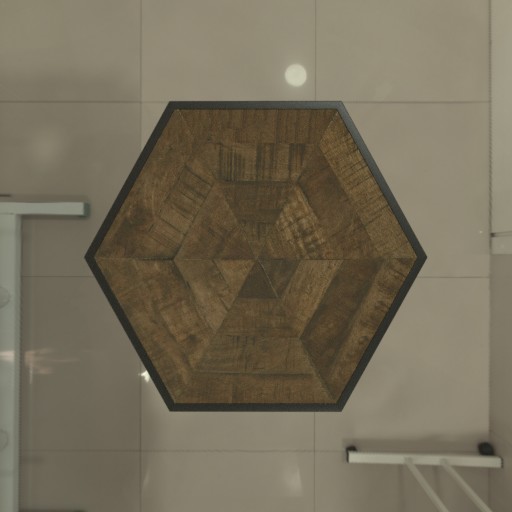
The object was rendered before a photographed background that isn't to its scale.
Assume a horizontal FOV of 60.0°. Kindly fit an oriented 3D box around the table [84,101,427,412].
[{"bbox_3d":[0.000,0.000,1.025,0.578,0.564,0.579,0,90,0],"label":"table"}]
